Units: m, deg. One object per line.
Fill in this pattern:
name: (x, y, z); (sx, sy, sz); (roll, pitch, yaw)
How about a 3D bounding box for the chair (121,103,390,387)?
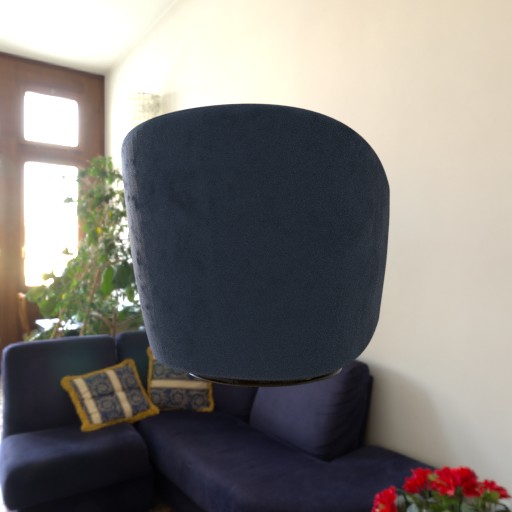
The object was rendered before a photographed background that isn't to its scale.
chair: (0.000, 0.000, 1.357); (0.773, 0.698, 0.767); (0, 0, 18)
